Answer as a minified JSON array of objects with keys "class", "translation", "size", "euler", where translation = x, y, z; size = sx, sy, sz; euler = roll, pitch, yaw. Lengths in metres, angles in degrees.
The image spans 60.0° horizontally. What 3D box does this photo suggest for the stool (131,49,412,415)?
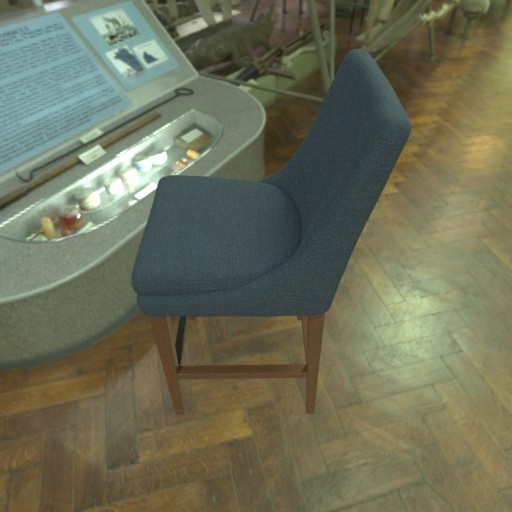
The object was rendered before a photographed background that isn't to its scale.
[{"class":"stool","translation":[0.000,0.000,1.237],"size":[0.577,0.981,0.470],"euler":[0,42,0]}]
